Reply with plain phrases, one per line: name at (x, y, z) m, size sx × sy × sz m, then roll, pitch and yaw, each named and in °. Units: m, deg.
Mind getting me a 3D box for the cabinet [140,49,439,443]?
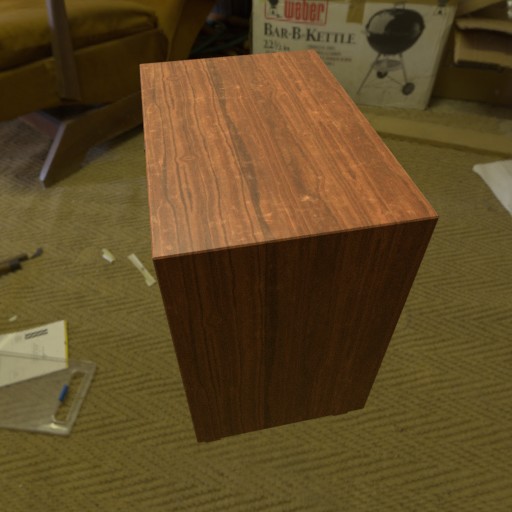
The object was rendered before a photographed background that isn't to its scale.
cabinet at (0.000, 0.000, 1.055) m, size 0.410 × 0.695 × 0.607 m, roll -9°, pitch 47°, yaw -8°
